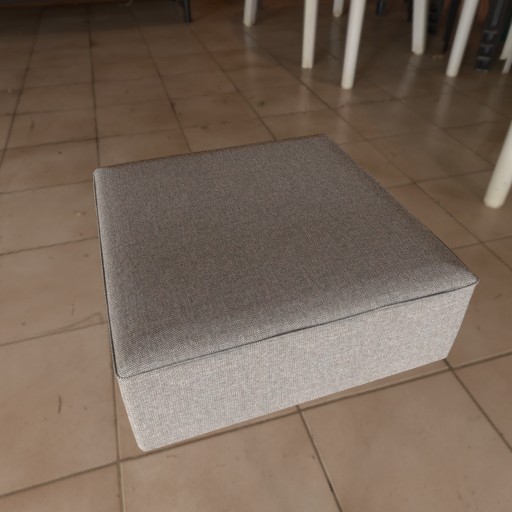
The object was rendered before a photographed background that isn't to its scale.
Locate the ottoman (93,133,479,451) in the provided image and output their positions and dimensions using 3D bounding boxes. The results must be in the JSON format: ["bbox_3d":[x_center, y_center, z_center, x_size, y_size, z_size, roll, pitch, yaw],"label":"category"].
[{"bbox_3d":[0.000,0.000,1.579,1.017,0.423,1.023,-12,42,-14],"label":"ottoman"}]
